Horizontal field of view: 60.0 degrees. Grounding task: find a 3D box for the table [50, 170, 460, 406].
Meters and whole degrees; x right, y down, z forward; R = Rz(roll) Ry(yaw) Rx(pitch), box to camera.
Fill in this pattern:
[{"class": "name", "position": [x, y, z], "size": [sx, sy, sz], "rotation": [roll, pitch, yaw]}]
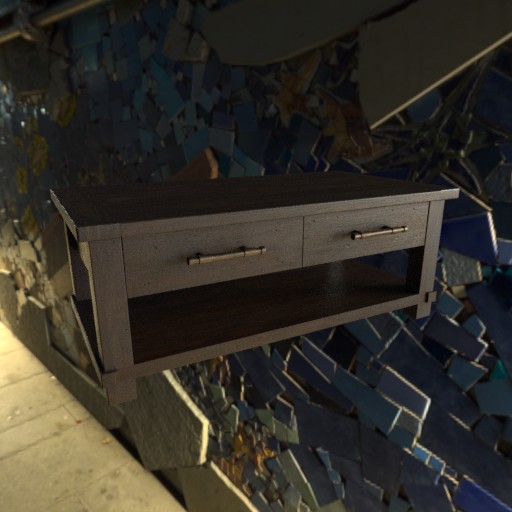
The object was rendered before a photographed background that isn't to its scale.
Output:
[{"class": "table", "position": [0.000, 0.000, 1.623], "size": [1.270, 0.494, 0.700], "rotation": [-9, 19, -27]}]
